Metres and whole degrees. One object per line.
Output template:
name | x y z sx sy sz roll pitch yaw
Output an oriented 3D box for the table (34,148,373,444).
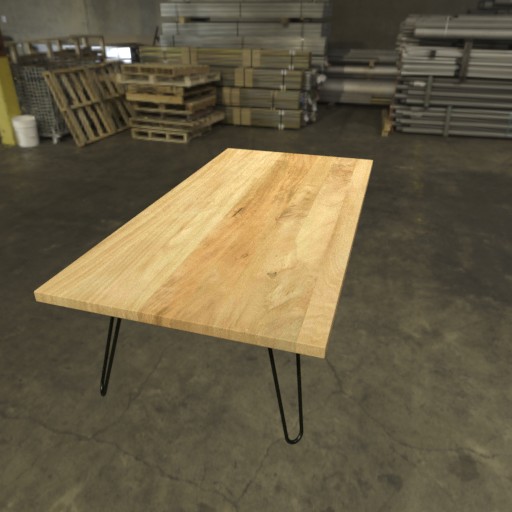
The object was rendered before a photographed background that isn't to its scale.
table | 0.000 0.000 1.628 0.699 0.400 1.348 8 30 15
